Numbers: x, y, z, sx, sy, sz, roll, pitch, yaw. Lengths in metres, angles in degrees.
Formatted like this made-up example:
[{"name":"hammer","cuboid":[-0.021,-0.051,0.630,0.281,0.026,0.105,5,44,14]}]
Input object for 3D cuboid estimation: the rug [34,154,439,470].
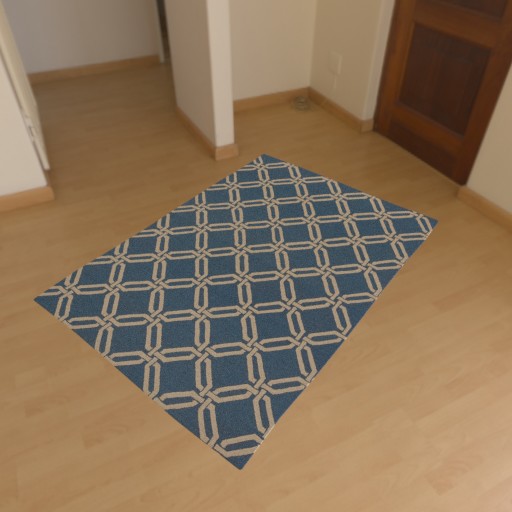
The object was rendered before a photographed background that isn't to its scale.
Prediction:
[{"name":"rug","cuboid":[0.000,0.000,2.750,1.524,0.013,2.135,28,48,28]}]
